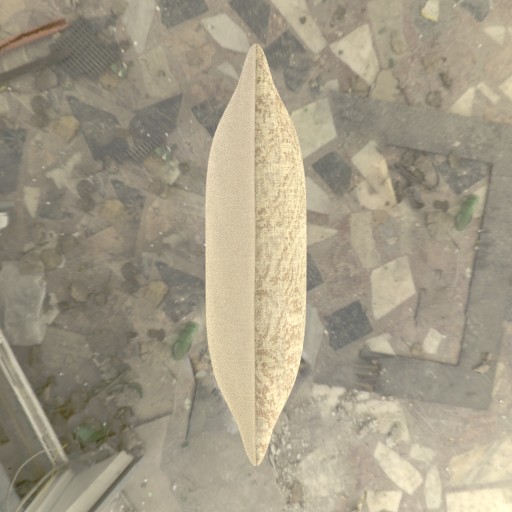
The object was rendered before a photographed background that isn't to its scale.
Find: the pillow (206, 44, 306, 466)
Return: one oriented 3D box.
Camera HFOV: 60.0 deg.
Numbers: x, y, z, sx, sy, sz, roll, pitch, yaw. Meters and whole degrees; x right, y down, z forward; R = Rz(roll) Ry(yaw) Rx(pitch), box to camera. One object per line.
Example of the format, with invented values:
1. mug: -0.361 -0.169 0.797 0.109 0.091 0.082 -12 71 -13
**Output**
1. pillow: 0.000 0.000 0.791 0.166 0.510 0.523 0 91 -1
